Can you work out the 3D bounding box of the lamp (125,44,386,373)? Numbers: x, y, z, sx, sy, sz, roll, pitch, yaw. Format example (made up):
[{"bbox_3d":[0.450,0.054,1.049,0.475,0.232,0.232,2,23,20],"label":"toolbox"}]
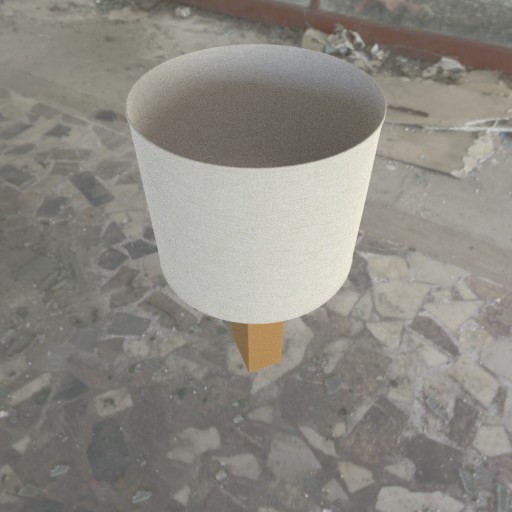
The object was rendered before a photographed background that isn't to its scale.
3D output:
[{"bbox_3d":[0.000,0.000,0.545,0.229,0.417,0.229,-16,48,-15],"label":"lamp"}]
